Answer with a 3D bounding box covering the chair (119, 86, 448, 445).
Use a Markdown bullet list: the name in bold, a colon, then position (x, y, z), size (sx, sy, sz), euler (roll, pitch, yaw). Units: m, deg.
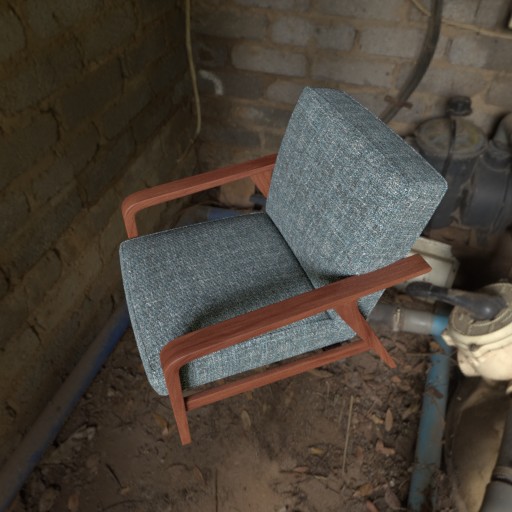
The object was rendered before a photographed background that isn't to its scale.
- **chair**: position (0.000, 0.000, 1.492), size (0.889, 0.864, 0.719), euler (-15, 47, -14)
